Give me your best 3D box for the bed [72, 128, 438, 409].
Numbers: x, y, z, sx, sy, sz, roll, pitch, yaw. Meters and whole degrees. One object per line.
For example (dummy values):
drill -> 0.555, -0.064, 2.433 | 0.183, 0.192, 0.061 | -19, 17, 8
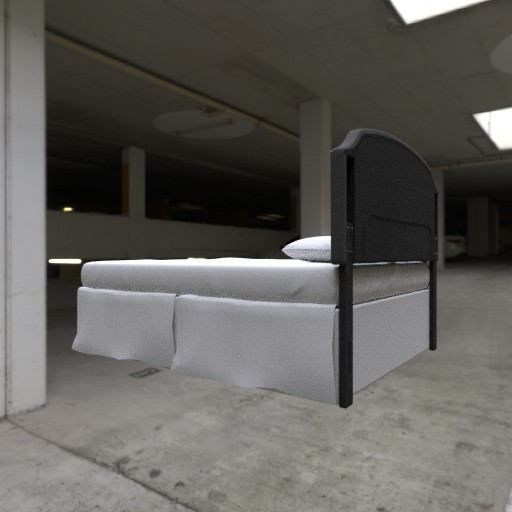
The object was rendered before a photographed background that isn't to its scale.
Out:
bed -> 0.000, 0.000, 3.014 | 1.999, 1.270, 1.558 | 0, 0, 36
